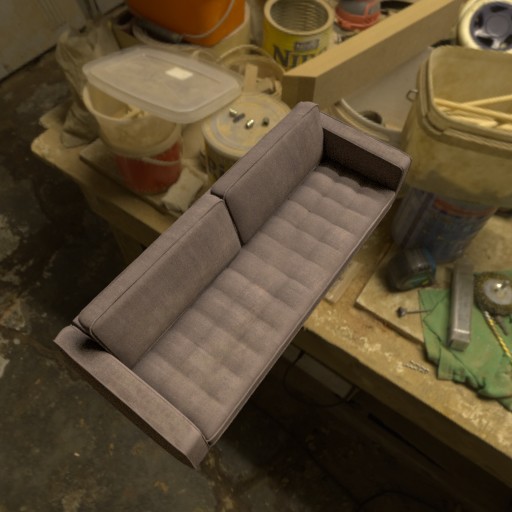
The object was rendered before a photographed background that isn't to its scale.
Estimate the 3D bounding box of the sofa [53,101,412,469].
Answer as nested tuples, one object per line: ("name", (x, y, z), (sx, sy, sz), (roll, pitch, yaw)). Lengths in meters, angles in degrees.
("sofa", (0.000, 0.000, 2.713), (0.923, 0.813, 2.295), (32, 64, 18))
